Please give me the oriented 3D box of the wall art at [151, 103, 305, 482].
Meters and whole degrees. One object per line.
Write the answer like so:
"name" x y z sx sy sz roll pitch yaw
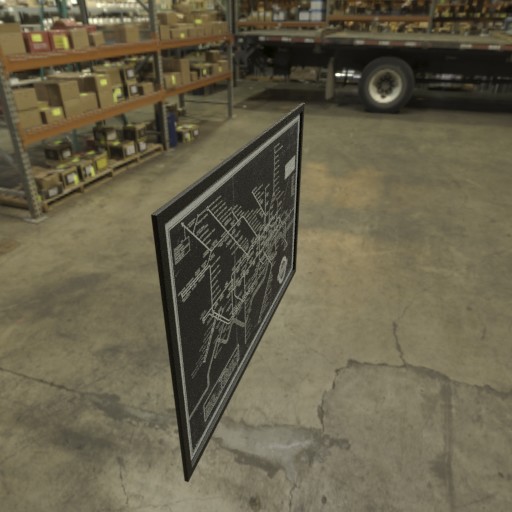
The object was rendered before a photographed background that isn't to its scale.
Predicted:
"wall art" 0.000 0.000 1.527 0.013 0.811 1.192 10 31 16
